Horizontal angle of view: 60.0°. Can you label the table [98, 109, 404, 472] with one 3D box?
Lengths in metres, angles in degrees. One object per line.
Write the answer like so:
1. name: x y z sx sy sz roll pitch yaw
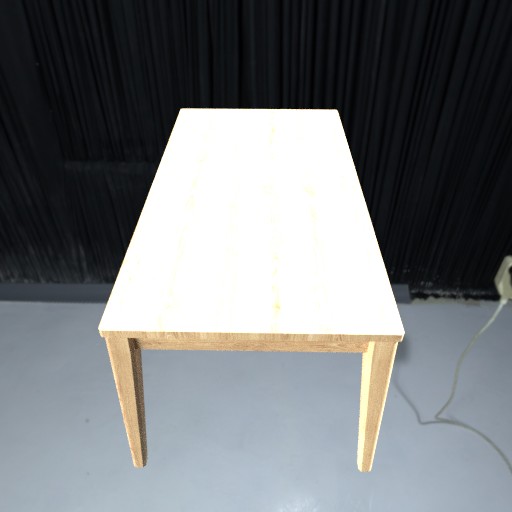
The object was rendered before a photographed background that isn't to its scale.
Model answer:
1. table: 0.000 0.000 2.039 0.900 0.760 1.600 1 40 1
